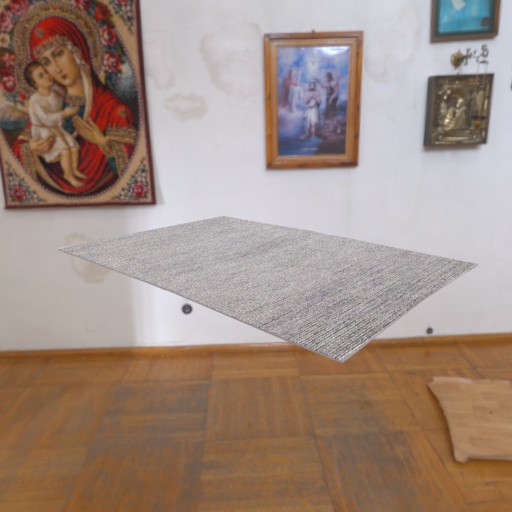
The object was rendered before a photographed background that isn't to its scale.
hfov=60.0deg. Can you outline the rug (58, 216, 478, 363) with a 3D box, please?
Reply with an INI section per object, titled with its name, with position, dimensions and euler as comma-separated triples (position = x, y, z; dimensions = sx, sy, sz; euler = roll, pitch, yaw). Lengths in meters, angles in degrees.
[rug]
position = 0.000, 0.000, 2.926
dimensions = 2.307, 0.030, 1.604
euler = 14, 22, 40
